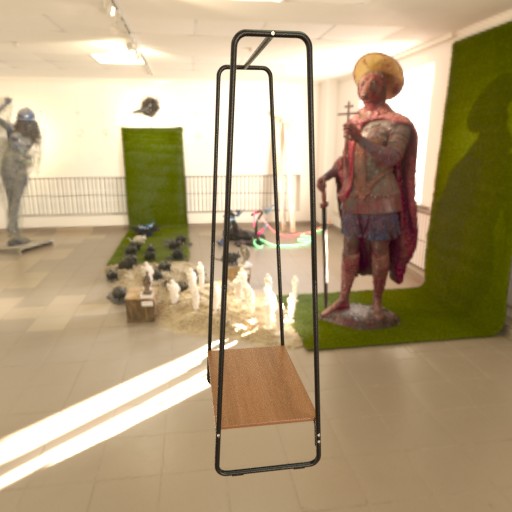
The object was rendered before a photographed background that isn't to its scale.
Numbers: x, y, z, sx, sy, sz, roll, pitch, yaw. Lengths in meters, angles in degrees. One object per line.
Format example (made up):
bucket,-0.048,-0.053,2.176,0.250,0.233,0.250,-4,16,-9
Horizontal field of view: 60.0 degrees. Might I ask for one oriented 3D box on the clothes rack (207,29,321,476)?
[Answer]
clothes rack,0.000,0.000,1.759,0.400,1.500,0.640,-2,15,-8
